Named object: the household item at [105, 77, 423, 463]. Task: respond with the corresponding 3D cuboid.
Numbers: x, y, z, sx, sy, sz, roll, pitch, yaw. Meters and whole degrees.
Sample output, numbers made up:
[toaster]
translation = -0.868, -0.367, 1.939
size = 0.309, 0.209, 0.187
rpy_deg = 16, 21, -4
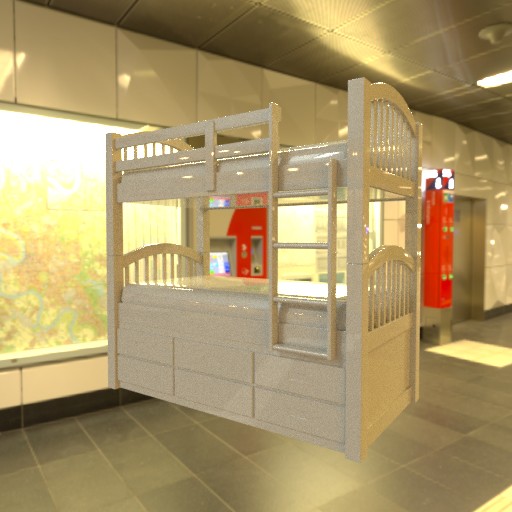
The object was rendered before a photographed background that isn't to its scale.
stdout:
[household item]
translation = 0.000, 0.000, 3.229
size = 2.032, 2.032, 1.143
rpy_deg = 2, 3, 35
